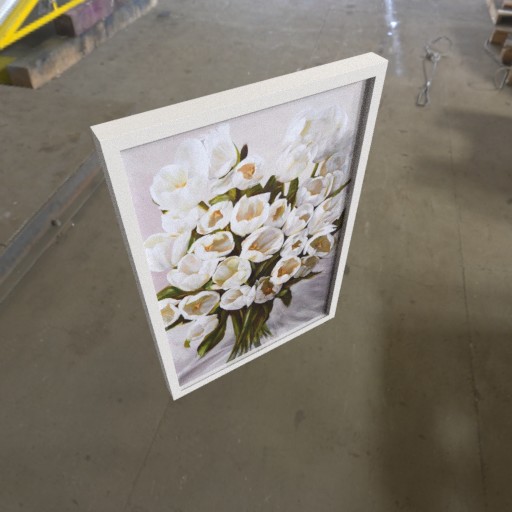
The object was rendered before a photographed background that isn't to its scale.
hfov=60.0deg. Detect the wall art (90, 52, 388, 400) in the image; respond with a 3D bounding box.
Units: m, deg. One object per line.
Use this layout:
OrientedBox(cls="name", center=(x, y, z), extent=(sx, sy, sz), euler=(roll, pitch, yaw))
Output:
OrientedBox(cls="wall art", center=(0.000, 0.000, 0.846), extent=(0.450, 0.657, 0.038), euler=(-23, 50, -21))
